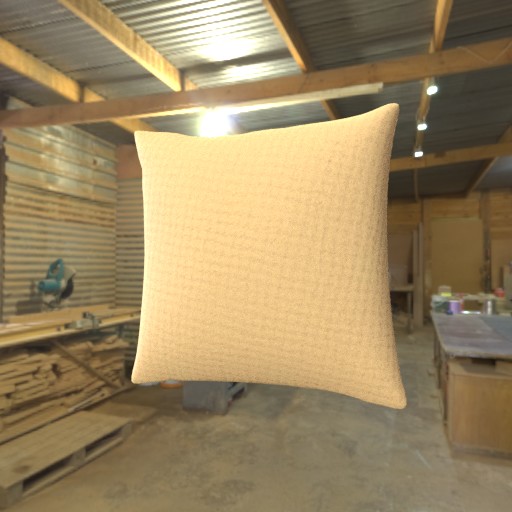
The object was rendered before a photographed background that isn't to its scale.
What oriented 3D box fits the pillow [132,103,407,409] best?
[{"bbox_3d":[0.000,0.000,0.652,0.419,0.407,0.173,0,-1,19],"label":"pillow"}]
